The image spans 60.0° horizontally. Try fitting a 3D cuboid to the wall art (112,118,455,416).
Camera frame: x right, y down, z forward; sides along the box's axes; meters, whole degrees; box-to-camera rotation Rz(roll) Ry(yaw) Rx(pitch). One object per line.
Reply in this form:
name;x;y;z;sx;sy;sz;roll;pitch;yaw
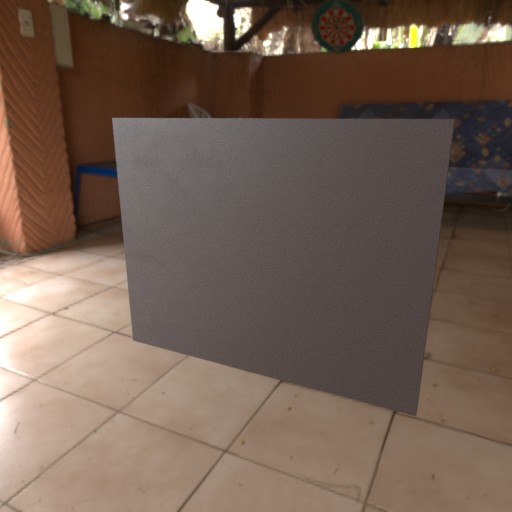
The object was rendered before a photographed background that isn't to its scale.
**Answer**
wall art;0.000;0.000;1.606;1.207;0.952;0.034;8;19;24
